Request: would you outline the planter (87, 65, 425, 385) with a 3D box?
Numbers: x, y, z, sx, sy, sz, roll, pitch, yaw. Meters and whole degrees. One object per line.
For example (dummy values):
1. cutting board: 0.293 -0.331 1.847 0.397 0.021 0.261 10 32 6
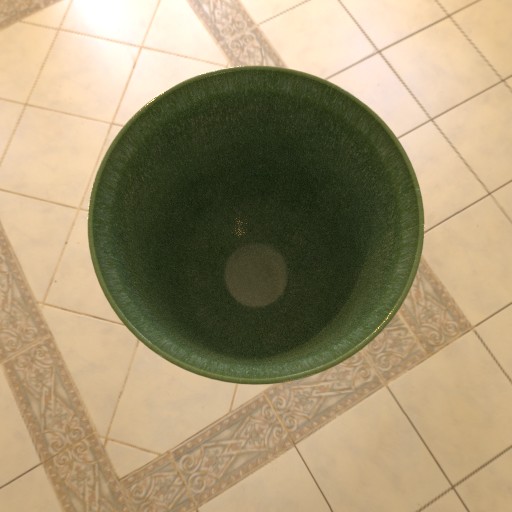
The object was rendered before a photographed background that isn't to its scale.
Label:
1. planter: 0.000 0.000 0.359 0.195 0.214 0.195 0 75 0
